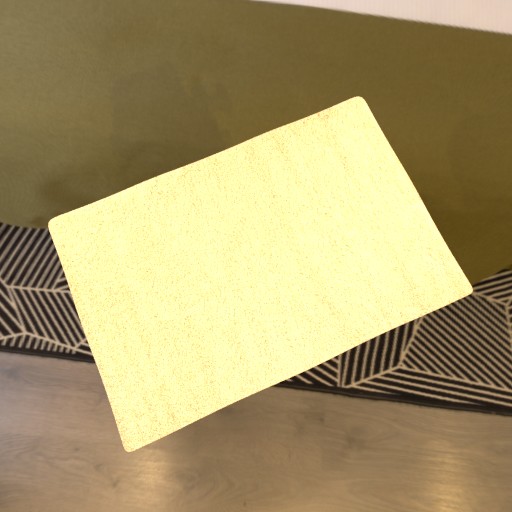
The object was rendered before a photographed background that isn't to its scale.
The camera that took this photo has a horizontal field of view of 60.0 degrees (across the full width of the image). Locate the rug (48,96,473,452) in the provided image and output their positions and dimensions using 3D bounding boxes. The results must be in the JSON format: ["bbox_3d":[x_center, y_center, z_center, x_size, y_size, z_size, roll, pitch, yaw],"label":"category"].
[{"bbox_3d":[0.000,0.000,3.313,2.698,0.025,1.798,-23,77,-6],"label":"rug"}]
